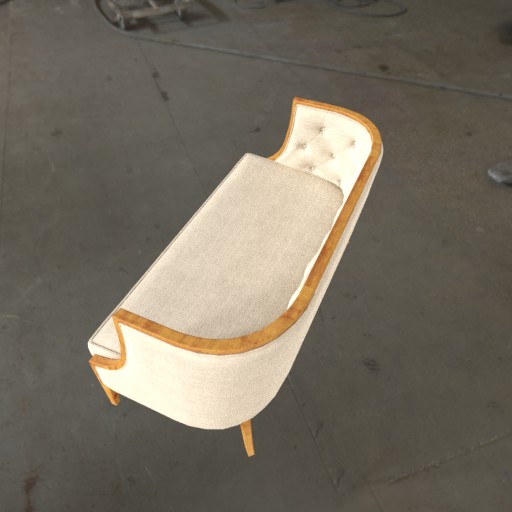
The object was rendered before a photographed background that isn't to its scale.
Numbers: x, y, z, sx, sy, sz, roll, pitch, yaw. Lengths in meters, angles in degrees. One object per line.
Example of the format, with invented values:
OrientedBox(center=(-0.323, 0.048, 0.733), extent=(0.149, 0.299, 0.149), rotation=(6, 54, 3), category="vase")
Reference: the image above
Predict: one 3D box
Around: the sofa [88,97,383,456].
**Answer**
OrientedBox(center=(0.000, 0.000, 1.968), extent=(0.770, 0.775, 1.474), rotation=(19, 49, 17), category="sofa")
